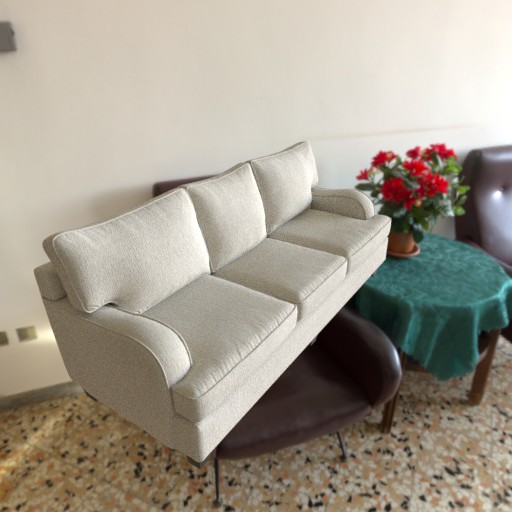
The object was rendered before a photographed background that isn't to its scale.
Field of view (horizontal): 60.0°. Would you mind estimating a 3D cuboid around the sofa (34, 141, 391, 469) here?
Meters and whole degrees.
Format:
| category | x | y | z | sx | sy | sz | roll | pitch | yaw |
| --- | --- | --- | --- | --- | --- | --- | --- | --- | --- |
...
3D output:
| category | x | y | z | sx | sy | sz | roll | pitch | yaw |
| --- | --- | --- | --- | --- | --- | --- | --- | --- | --- |
| sofa | 0.000 | 0.000 | 2.805 | 1.016 | 0.991 | 2.323 | 17 | 32 | 30 |
